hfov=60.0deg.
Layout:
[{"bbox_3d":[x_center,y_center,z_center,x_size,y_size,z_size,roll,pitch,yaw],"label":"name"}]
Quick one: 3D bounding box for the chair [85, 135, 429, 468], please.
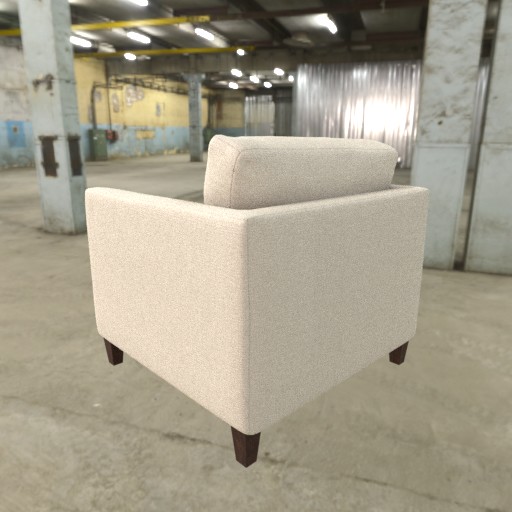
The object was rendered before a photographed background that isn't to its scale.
[{"bbox_3d":[0.000,0.000,1.757,0.996,0.919,0.959,-14,20,-42],"label":"chair"}]
